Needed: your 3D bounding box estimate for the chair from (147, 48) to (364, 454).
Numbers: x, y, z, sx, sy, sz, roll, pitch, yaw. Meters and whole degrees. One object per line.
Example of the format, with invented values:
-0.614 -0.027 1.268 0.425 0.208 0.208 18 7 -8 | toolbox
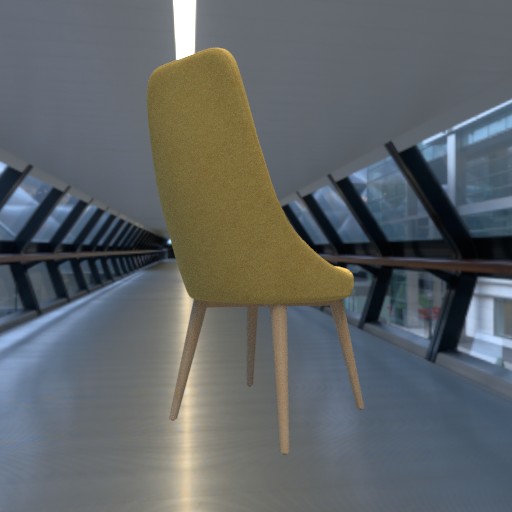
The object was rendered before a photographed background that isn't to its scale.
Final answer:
0.000 0.000 1.414 0.510 1.040 0.660 0 0 36 | chair
